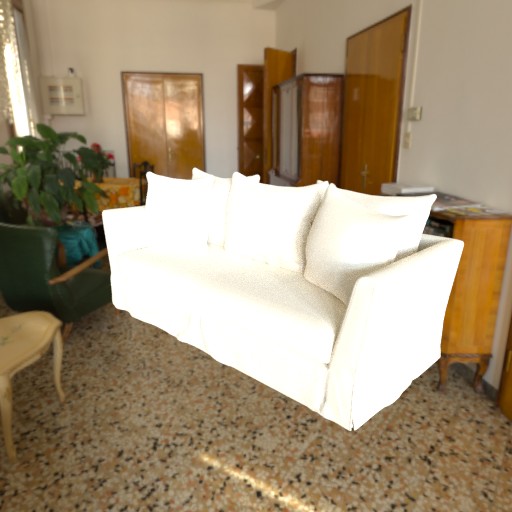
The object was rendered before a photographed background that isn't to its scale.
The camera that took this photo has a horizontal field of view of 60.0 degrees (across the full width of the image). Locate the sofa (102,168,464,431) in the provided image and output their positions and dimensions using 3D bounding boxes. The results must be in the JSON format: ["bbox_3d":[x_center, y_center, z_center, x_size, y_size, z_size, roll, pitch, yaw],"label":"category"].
[{"bbox_3d":[0.000,0.000,2.944,2.290,1.034,1.031,15,22,42],"label":"sofa"}]
